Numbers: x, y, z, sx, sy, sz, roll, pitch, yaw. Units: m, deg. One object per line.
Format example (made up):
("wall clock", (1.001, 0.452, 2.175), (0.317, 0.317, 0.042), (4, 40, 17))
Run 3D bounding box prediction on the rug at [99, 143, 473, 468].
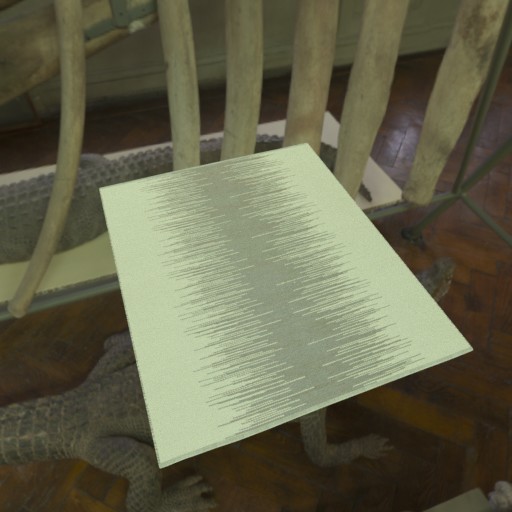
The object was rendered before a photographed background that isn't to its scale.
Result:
("rug", (0.000, 0.000, 4.077), (2.453, 0.010, 3.037), (-15, 49, -14))
